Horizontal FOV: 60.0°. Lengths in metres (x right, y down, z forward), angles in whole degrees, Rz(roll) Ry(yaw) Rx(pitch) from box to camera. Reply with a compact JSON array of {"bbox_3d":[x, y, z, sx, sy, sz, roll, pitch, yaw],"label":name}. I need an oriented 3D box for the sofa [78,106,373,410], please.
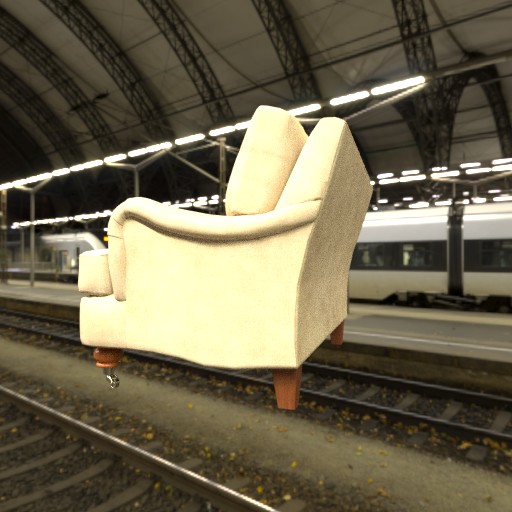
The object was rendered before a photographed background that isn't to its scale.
[{"bbox_3d":[0.000,0.000,2.282,1.086,1.087,1.498,0,0,18],"label":"sofa"}]
